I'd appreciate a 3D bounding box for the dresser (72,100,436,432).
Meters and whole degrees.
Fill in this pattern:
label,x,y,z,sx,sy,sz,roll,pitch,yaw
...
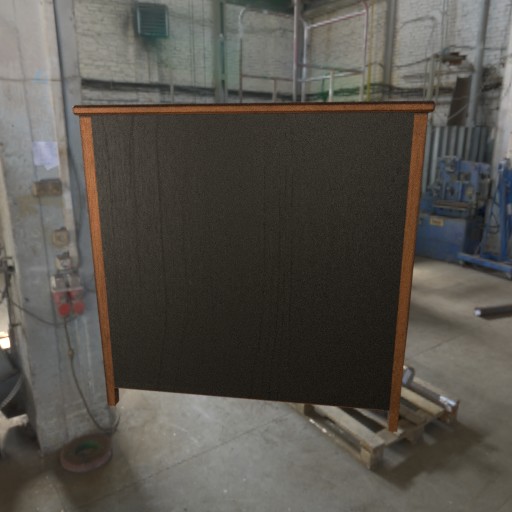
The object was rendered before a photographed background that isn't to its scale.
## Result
label,x,y,z,sx,sy,sz,roll,pitch,yaw
dresser,0.000,0.000,1.940,1.250,1.224,0.591,2,15,8
